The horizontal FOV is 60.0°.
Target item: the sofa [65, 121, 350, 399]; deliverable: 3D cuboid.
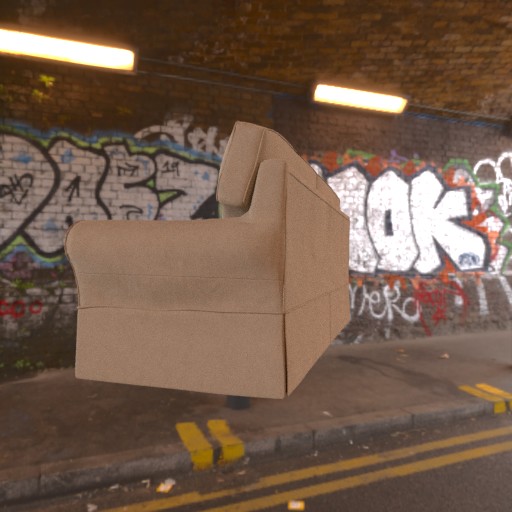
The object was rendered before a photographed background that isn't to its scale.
[{"bbox_3d":[0.000,0.000,2.644,0.900,1.014,2.246,0,-1,18],"label":"sofa"}]
